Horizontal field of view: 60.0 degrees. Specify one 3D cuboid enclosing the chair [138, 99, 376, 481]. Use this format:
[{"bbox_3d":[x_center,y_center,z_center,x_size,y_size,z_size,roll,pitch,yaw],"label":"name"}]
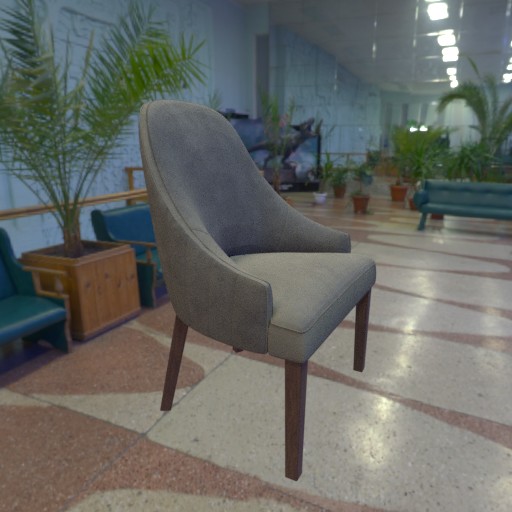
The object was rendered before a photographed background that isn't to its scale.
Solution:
[{"bbox_3d":[0.000,0.000,1.305,0.575,0.889,0.643,8,17,27],"label":"chair"}]
